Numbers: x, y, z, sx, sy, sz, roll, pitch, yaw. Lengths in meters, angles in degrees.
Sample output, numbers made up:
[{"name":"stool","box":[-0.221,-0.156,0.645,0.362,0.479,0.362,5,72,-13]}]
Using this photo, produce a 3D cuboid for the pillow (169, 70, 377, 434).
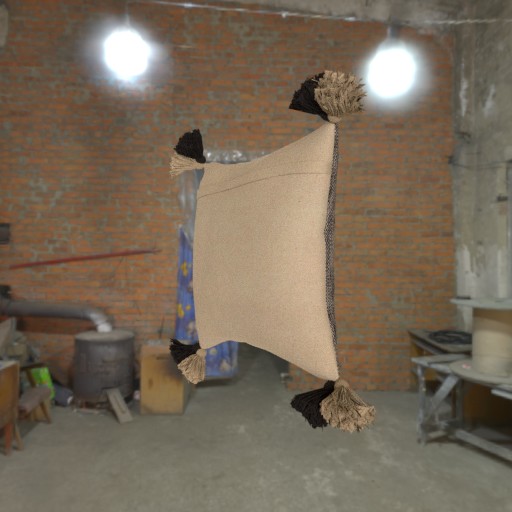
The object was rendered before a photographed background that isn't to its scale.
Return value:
[{"name":"pillow","box":[0.000,0.000,0.981,0.170,0.659,0.654,1,-1,-37]}]
